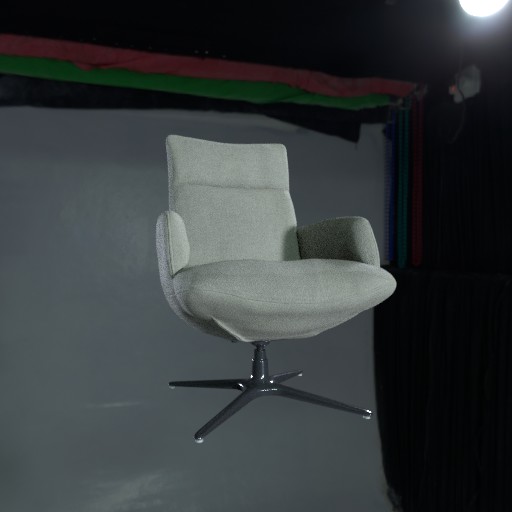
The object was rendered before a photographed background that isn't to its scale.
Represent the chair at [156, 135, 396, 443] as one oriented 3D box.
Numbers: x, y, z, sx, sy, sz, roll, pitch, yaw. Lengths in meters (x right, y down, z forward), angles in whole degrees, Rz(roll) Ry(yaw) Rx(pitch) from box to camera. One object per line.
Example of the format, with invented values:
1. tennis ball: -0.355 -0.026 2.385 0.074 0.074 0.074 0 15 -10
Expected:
1. chair: 0.000 0.000 1.590 0.711 1.016 0.889 0 0 -19
